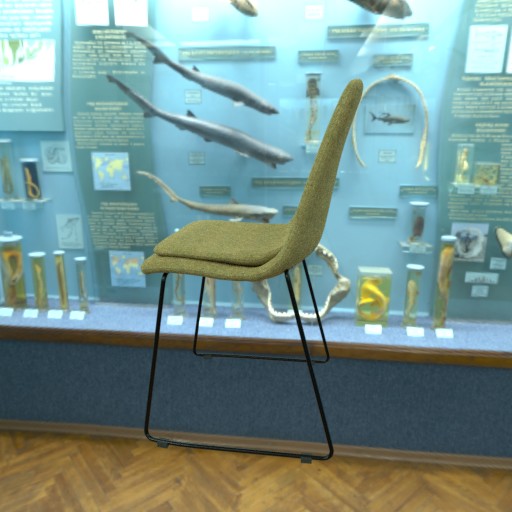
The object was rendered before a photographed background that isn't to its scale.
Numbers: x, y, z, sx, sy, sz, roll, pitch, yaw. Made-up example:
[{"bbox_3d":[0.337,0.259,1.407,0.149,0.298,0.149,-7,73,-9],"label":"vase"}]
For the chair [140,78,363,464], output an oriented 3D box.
[{"bbox_3d":[0.000,0.000,1.160,0.496,0.849,0.479,2,15,8],"label":"chair"}]
